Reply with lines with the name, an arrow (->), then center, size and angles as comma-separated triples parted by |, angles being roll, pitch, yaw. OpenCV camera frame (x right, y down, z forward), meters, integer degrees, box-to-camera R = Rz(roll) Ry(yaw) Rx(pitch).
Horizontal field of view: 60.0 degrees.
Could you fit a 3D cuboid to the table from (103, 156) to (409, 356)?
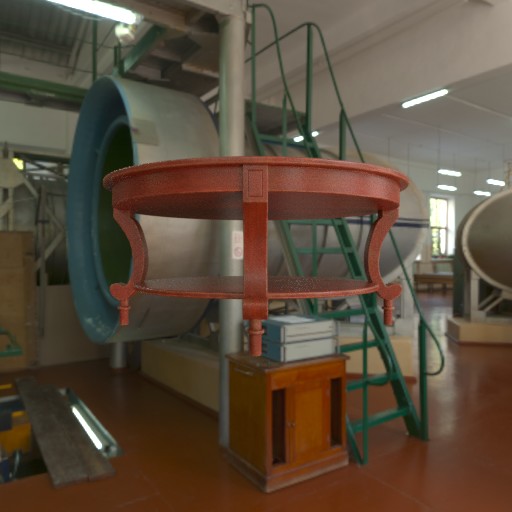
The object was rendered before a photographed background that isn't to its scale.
table -> 0.000, 0.000, 1.571 | 1.029, 0.486, 1.029 | 0, 0, 0
